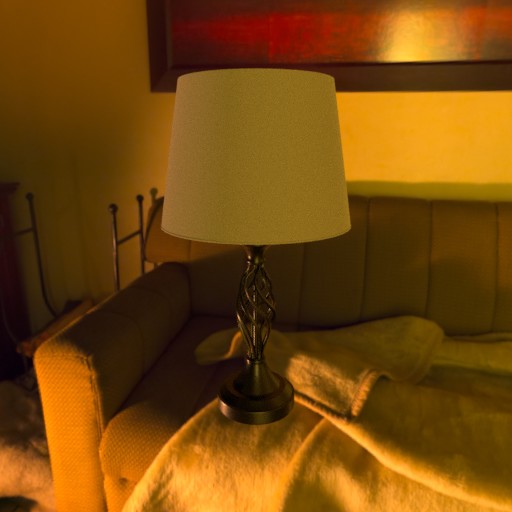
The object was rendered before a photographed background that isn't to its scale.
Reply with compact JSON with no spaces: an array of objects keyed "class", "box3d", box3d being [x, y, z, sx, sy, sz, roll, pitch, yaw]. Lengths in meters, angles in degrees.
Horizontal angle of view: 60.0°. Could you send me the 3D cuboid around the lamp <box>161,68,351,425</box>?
[{"class":"lamp","box3d":[0.000,0.000,0.801,0.331,0.594,0.331,0,15,0]}]
